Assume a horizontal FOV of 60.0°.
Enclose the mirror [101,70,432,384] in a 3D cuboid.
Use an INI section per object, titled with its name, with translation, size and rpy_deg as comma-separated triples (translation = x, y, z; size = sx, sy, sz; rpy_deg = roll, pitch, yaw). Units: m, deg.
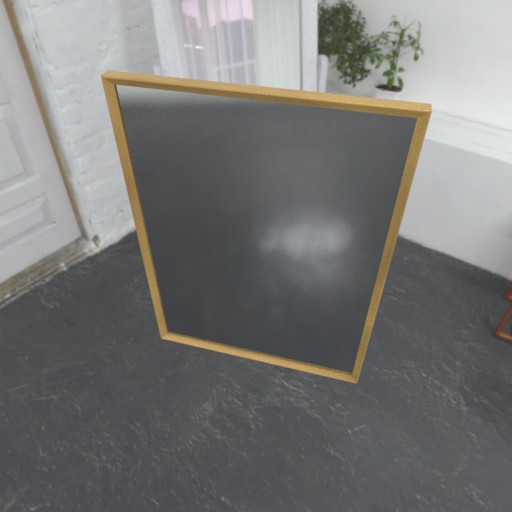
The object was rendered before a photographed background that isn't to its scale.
[mirror]
translation = 0.000, 0.000, 1.340
size = 0.762, 1.016, 0.041
rpy_deg = 10, 43, 11
